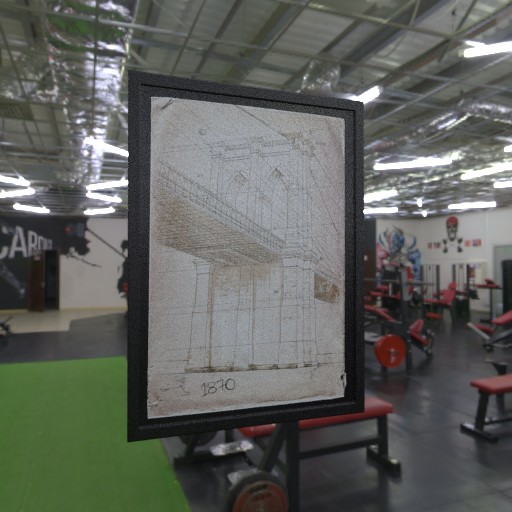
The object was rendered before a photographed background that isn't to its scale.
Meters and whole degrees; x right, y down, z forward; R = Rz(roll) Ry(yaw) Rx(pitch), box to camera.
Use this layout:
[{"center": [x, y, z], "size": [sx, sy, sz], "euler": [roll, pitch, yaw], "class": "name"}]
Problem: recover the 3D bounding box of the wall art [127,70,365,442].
[{"center": [0.000, 0.000, 1.270], "size": [0.707, 0.967, 0.013], "euler": [0, -1, -19], "class": "wall art"}]
